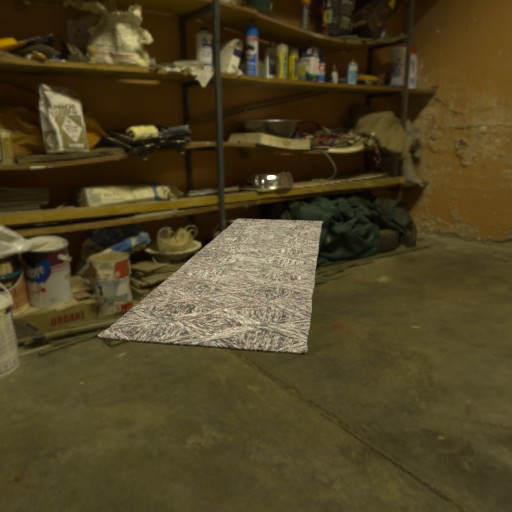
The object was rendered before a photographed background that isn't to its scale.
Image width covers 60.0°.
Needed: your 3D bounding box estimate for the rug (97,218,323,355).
[{"bbox_3d":[0.000,0.000,2.540,0.719,0.013,2.305,2,15,9],"label":"rug"}]
